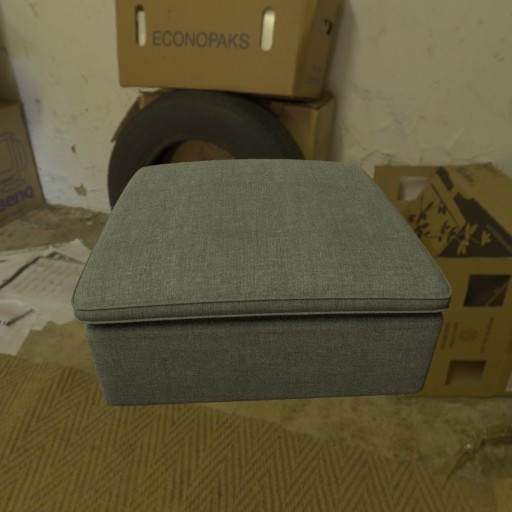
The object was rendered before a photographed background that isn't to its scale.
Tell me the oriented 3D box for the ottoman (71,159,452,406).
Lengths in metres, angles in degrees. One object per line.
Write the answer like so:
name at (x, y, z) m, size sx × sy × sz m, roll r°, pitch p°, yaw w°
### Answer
ottoman at (0.000, 0.000, 1.720) m, size 1.067 × 0.559 × 1.067 m, roll -2°, pitch 31°, yaw -3°
